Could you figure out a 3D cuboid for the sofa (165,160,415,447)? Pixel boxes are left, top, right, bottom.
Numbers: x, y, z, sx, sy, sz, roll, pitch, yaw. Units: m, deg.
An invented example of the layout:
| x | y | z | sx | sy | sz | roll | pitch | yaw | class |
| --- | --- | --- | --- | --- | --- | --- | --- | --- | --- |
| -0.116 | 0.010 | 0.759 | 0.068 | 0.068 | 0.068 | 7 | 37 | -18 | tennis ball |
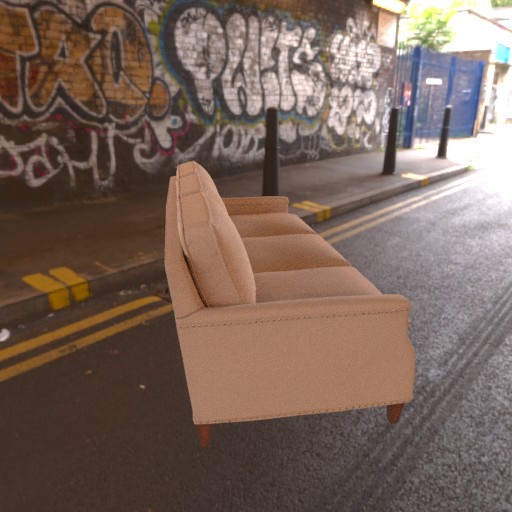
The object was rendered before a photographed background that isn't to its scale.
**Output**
| x | y | z | sx | sy | sz | roll | pitch | yaw | class |
| --- | --- | --- | --- | --- | --- | --- | --- | --- | --- |
| 0.000 | 0.000 | 2.842 | 1.084 | 1.003 | 2.246 | -3 | 19 | -9 | sofa |
